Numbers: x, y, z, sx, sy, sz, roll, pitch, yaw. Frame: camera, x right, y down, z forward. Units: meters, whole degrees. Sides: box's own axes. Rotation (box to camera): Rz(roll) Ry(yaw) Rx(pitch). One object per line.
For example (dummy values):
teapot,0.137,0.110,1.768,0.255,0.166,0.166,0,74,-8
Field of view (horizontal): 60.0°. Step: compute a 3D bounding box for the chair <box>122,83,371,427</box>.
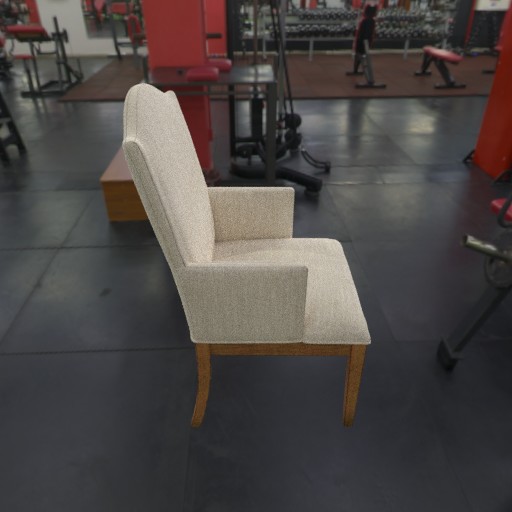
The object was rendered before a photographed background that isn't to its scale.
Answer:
chair,0.000,0.000,1.383,0.641,1.016,0.533,0,32,0
